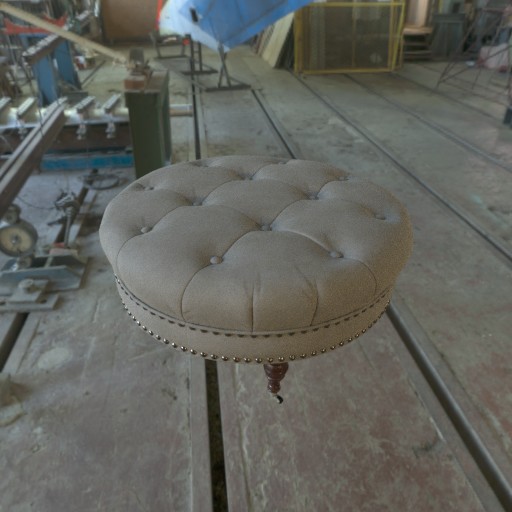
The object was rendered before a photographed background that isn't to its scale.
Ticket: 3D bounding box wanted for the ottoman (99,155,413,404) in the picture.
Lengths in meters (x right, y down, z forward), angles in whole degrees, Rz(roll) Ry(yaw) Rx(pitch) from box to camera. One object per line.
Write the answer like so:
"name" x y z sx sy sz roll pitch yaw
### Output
"ottoman" 0.000 0.000 1.397 0.901 0.439 0.901 0 32 0
